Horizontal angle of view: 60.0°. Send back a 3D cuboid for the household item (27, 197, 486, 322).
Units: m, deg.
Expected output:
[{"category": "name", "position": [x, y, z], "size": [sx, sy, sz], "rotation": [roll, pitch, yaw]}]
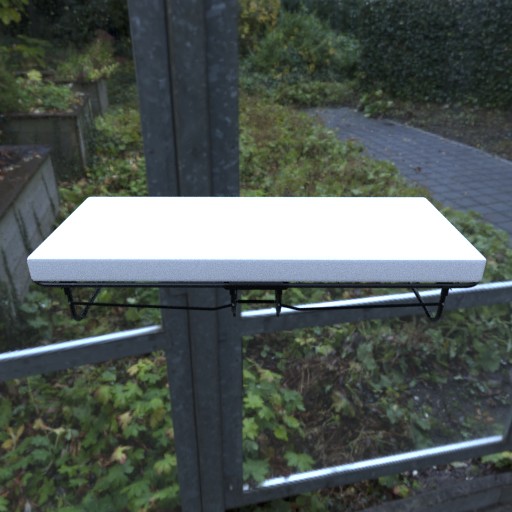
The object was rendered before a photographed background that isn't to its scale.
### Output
[{"category": "household item", "position": [0.000, 0.000, 2.185], "size": [1.905, 0.356, 0.787], "rotation": [0, 27, 0]}]
